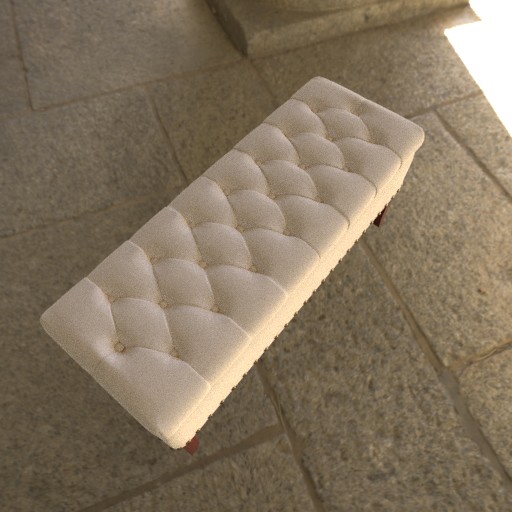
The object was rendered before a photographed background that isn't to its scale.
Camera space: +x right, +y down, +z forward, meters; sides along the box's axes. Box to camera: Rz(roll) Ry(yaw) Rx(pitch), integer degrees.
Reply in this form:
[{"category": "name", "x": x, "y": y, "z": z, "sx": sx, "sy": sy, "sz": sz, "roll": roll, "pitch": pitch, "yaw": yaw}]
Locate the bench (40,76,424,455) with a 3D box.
[{"category": "bench", "x": 0.000, "y": 0.000, "z": 1.283, "sx": 0.400, "sy": 0.470, "sz": 1.054, "roll": 35, "pitch": 65, "yaw": 19}]
